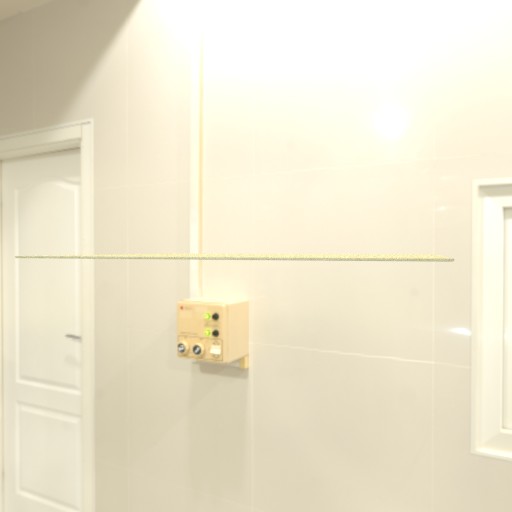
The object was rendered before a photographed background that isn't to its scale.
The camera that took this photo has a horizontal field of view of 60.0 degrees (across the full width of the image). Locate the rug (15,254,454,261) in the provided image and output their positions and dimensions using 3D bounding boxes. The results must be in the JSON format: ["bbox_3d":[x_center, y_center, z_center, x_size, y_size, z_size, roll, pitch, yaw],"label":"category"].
[{"bbox_3d":[0.000,0.000,4.117,3.204,0.016,2.452,0,1,20],"label":"rug"}]
